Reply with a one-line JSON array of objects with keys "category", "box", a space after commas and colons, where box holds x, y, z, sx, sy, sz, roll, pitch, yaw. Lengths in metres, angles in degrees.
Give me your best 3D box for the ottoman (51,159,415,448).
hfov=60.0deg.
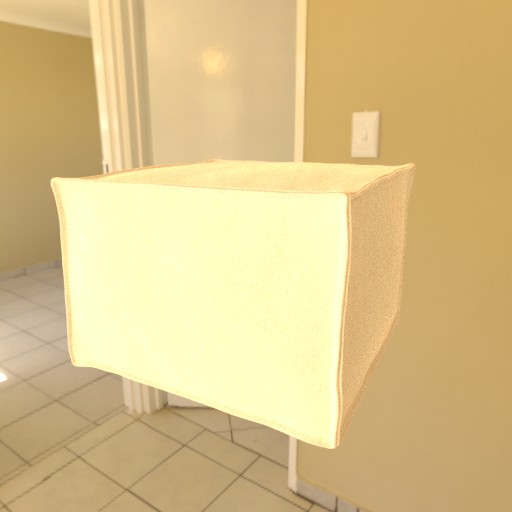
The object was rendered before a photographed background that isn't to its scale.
[{"category": "ottoman", "box": [0.000, 0.000, 1.144, 0.696, 0.470, 0.707, 8, 17, 26]}]
